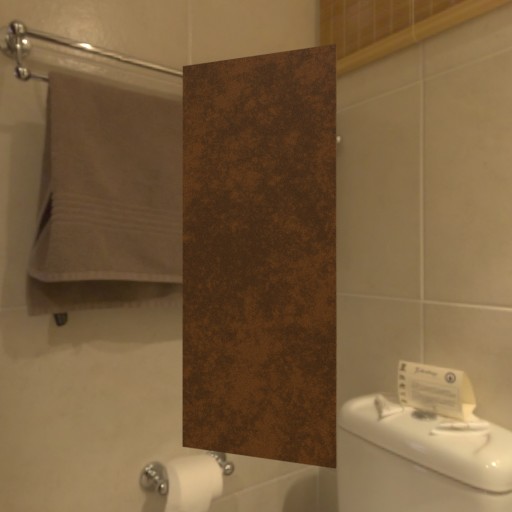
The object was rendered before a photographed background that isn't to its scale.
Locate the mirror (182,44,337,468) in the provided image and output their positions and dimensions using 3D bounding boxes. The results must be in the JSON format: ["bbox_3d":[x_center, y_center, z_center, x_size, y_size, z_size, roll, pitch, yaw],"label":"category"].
[{"bbox_3d":[0.000,0.000,2.258,0.812,2.031,0.032,0,0,18],"label":"mirror"}]
